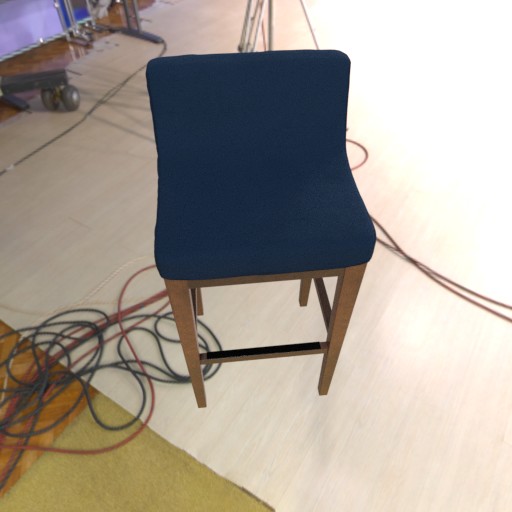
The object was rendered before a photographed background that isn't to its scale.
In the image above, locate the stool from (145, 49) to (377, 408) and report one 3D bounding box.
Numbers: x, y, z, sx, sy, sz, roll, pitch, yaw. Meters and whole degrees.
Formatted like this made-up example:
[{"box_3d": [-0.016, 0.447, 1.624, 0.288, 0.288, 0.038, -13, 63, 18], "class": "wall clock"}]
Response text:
[{"box_3d": [0.000, 0.000, 1.337, 0.511, 1.037, 0.500, -5, 47, -4], "class": "stool"}]
